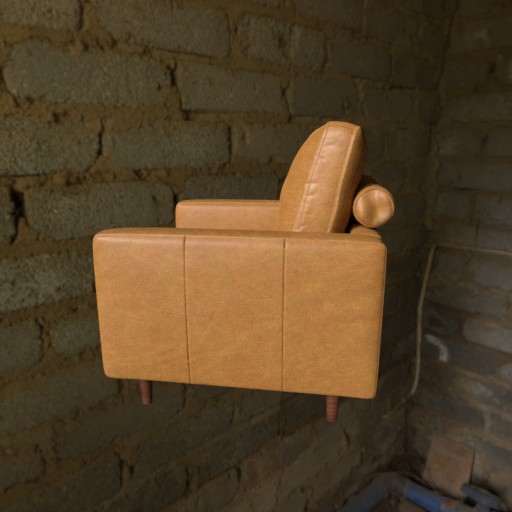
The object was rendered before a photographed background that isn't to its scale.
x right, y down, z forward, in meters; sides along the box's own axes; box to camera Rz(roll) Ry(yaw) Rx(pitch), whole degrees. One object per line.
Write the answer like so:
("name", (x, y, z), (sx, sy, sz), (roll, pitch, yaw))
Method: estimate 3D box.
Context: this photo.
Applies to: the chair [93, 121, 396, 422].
("chair", (0.000, 0.000, 1.577), (0.868, 0.896, 0.831), (2, 14, 9))
